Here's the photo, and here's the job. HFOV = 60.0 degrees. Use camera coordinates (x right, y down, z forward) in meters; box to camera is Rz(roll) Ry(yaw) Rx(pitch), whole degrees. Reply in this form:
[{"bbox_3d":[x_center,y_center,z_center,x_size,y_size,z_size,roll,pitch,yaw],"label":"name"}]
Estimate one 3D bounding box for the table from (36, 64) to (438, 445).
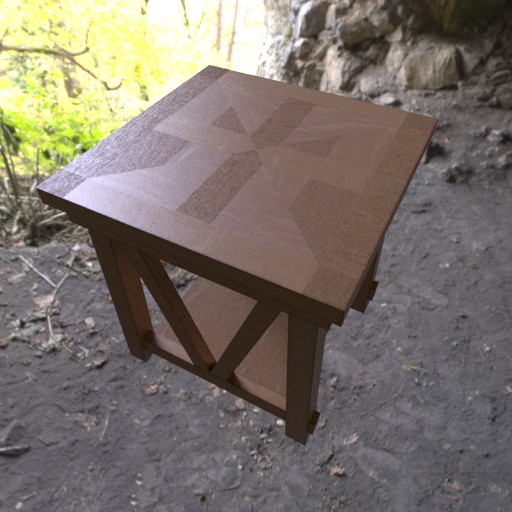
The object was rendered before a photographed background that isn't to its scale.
[{"bbox_3d":[0.000,0.000,1.148,0.612,0.638,0.610,21,50,19],"label":"table"}]
